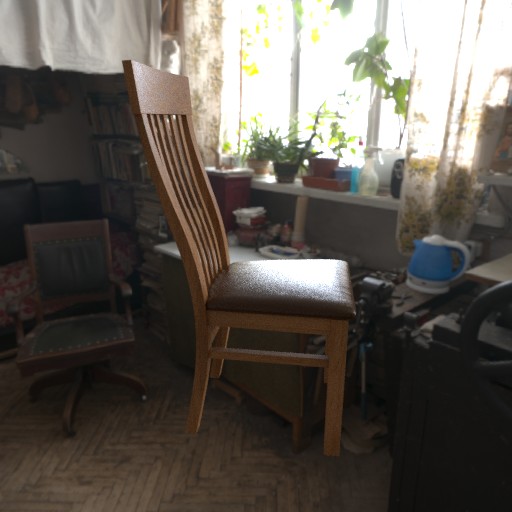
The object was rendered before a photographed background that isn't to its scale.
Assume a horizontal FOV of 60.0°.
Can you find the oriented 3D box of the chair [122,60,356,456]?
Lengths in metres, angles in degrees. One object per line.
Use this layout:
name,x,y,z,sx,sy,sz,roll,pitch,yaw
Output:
chair,0.000,0.000,1.340,0.580,1.050,0.450,3,18,8
